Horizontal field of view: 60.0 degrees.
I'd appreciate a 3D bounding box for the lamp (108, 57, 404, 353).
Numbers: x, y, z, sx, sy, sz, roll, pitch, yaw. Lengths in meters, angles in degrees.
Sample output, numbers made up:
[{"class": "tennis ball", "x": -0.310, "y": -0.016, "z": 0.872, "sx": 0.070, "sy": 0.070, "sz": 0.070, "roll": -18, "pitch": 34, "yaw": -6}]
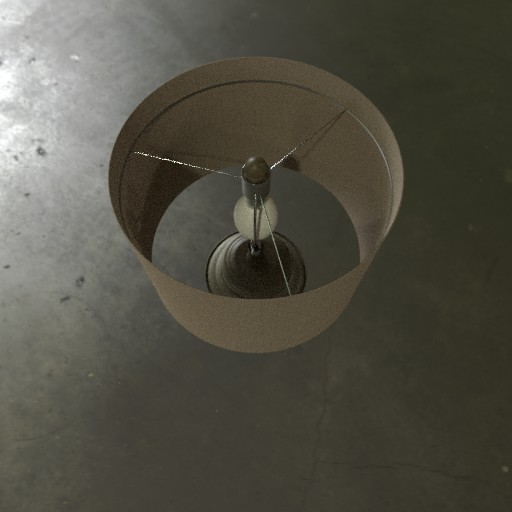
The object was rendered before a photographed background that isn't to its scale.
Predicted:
[{"class": "lamp", "x": 0.000, "y": 0.000, "z": 0.697, "sx": 0.318, "sy": 0.486, "sz": 0.318, "roll": 0, "pitch": 65, "yaw": 0}]
